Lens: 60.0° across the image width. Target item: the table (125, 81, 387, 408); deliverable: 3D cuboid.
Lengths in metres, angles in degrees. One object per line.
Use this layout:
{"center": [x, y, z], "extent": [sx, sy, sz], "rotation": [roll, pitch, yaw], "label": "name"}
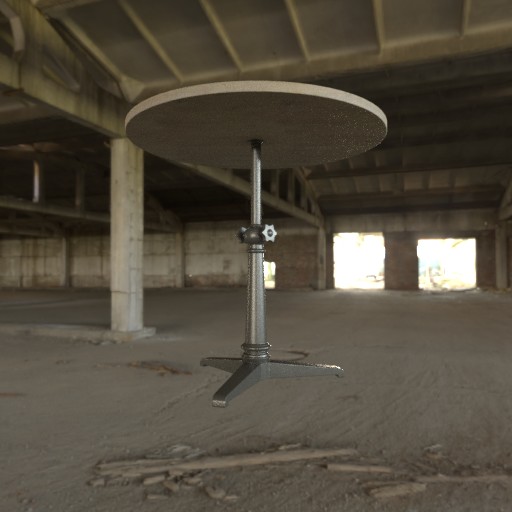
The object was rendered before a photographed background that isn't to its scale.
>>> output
{"center": [0.000, 0.000, 1.400], "extent": [0.800, 0.780, 0.800], "rotation": [0, -2, 0], "label": "table"}
